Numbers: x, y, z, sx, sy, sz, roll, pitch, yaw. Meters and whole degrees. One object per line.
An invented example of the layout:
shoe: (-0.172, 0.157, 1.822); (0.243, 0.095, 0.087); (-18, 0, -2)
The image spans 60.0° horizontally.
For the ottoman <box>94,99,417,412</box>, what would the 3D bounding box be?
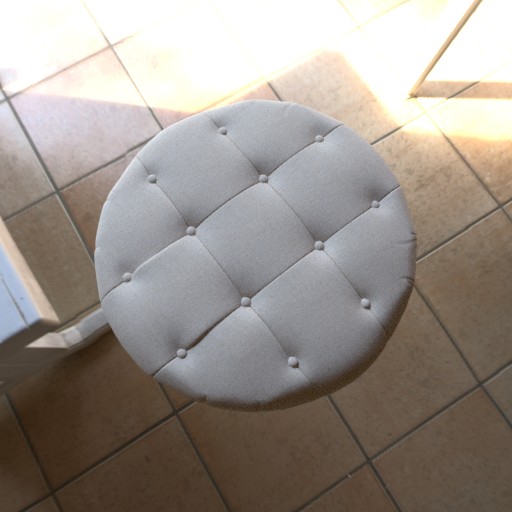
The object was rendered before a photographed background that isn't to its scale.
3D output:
ottoman: (0.000, 0.000, 1.436); (0.940, 0.483, 0.940); (0, 77, 0)
